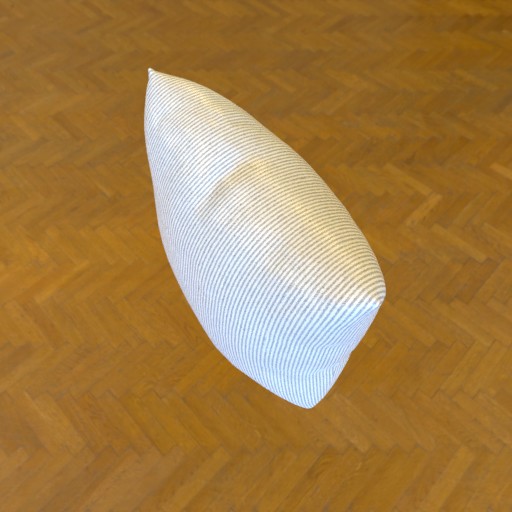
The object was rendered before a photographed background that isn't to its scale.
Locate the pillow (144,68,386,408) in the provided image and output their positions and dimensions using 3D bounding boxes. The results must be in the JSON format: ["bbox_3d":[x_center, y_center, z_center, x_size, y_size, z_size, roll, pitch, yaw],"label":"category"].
[{"bbox_3d":[0.000,0.000,0.692,0.310,0.432,0.387,-1,58,-1],"label":"pillow"}]
